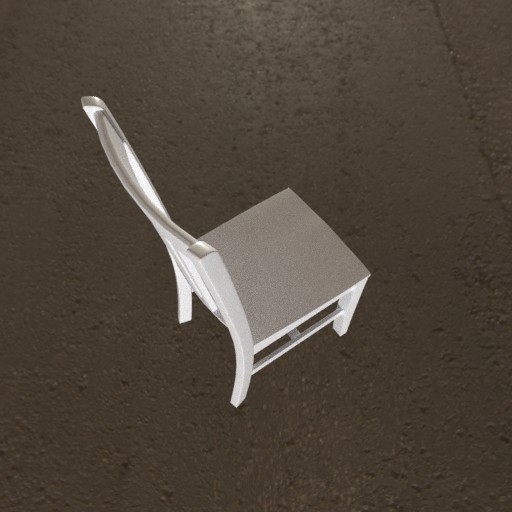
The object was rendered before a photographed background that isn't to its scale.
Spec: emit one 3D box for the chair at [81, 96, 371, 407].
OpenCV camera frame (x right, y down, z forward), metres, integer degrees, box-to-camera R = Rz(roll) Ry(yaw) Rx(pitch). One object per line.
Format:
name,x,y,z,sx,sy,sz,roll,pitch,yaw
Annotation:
chair,0.000,0.000,1.247,0.555,0.998,0.450,-30,62,-18
